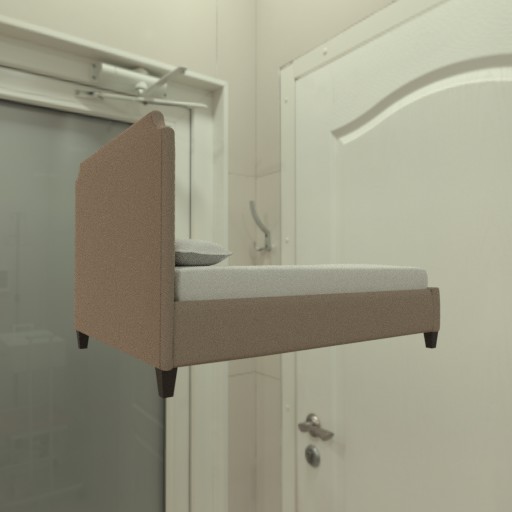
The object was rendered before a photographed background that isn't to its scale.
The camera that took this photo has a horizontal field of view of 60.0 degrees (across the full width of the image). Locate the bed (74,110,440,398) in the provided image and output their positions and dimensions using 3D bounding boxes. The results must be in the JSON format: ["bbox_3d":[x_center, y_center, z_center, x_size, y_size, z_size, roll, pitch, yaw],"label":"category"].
[{"bbox_3d":[0.000,0.000,3.481,2.372,1.443,1.713,1,-2,-35],"label":"bed"}]
